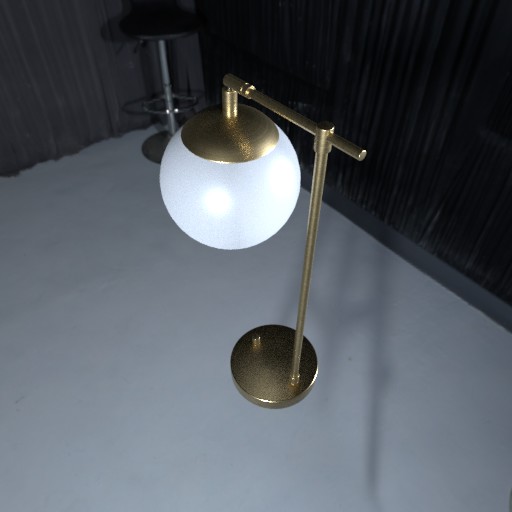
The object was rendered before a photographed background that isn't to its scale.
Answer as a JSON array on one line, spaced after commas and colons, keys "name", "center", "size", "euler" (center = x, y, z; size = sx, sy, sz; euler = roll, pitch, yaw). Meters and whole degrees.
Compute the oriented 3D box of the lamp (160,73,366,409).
[{"name": "lamp", "center": [0.000, 0.000, 0.711], "size": [0.207, 0.559, 0.324], "euler": [-31, 54, -26]}]
